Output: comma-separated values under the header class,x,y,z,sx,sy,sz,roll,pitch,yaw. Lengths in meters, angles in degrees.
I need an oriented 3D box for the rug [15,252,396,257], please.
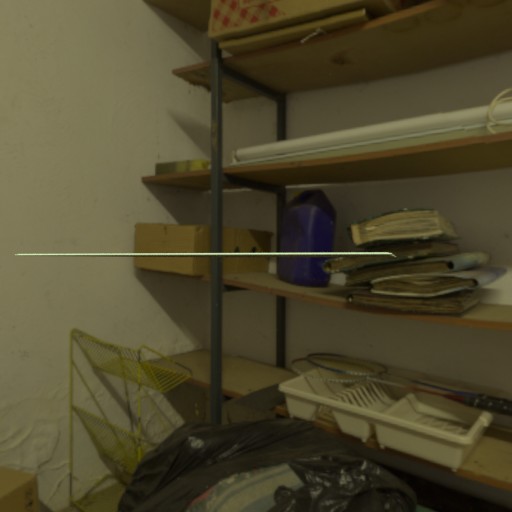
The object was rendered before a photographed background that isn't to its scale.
class,x,y,z,sx,sy,sz,roll,pitch,yaw
rug,0.000,0.000,3.952,2.363,0.012,2.980,0,0,18
